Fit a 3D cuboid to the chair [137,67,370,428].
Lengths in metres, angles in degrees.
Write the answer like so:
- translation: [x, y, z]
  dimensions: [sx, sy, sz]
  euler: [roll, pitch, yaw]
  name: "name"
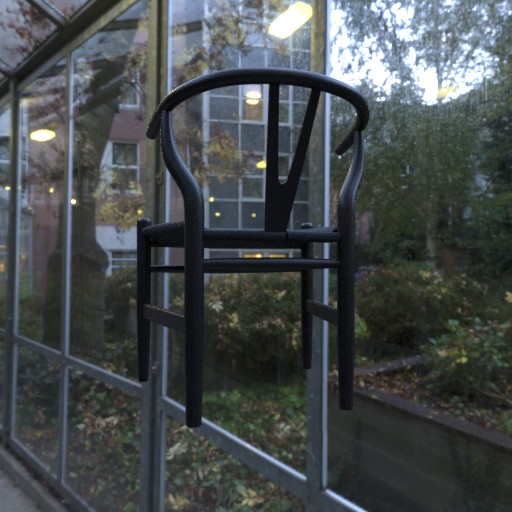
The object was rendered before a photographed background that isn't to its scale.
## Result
- translation: [0.000, 0.000, 1.138]
  dimensions: [0.569, 0.730, 0.579]
  euler: [0, -1, -18]
  name: "chair"
